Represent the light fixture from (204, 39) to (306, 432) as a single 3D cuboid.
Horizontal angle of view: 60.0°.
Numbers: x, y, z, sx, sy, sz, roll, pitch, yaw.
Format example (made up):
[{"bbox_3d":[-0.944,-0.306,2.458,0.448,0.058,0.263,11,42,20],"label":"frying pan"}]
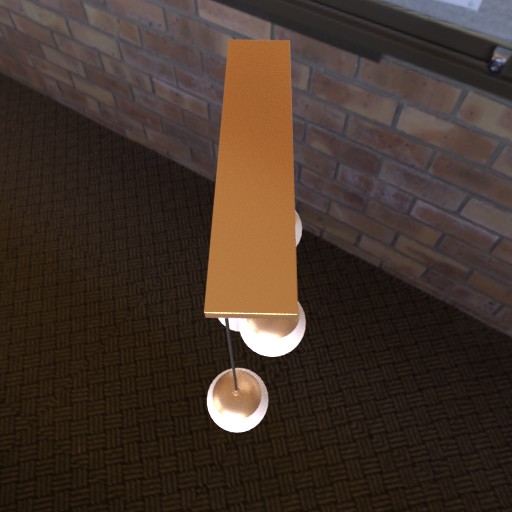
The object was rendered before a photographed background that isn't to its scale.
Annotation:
[{"bbox_3d":[0.000,0.000,1.308,0.299,0.869,0.863,1,59,1],"label":"light fixture"}]
